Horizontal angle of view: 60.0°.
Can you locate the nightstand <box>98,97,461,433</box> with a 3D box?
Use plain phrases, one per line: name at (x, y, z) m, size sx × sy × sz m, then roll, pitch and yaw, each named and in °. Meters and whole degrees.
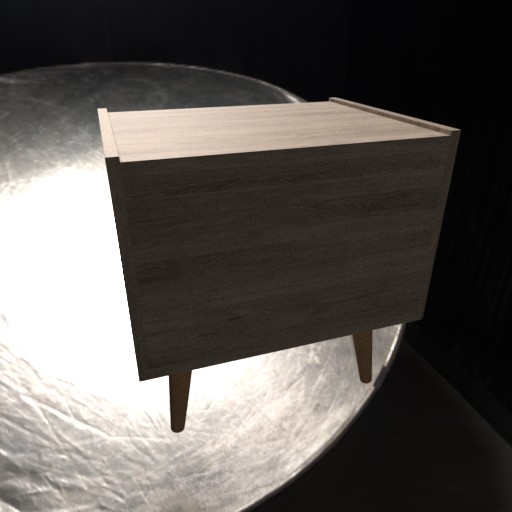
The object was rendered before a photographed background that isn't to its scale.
nightstand at (0.000, 0.000, 0.828) m, size 0.480 × 0.500 × 0.380 m, roll -9°, pitch 28°, yaw -17°
